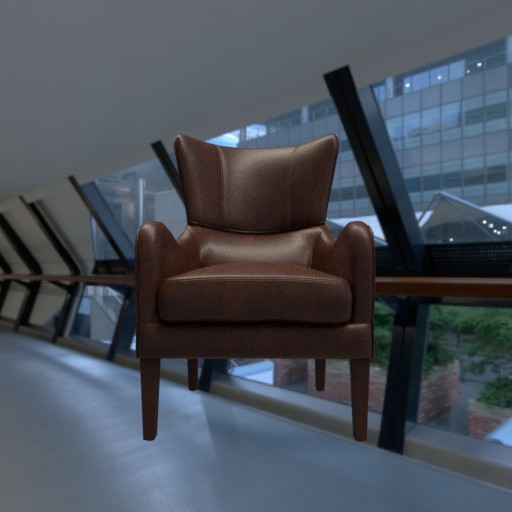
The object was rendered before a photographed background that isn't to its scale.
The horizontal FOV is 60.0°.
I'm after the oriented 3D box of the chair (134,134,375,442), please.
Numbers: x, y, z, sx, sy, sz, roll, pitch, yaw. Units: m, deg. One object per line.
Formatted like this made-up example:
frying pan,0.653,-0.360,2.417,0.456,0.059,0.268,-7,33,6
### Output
chair,0.000,0.000,1.636,0.692,1.048,0.914,0,-1,1
